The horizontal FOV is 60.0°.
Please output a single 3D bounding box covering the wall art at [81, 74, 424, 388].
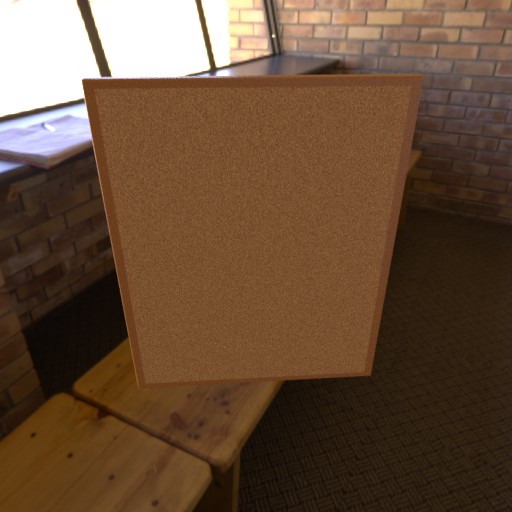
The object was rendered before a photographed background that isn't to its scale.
[{"bbox_3d":[0.000,0.000,0.499,0.310,0.379,0.015,-2,30,-4],"label":"wall art"}]
